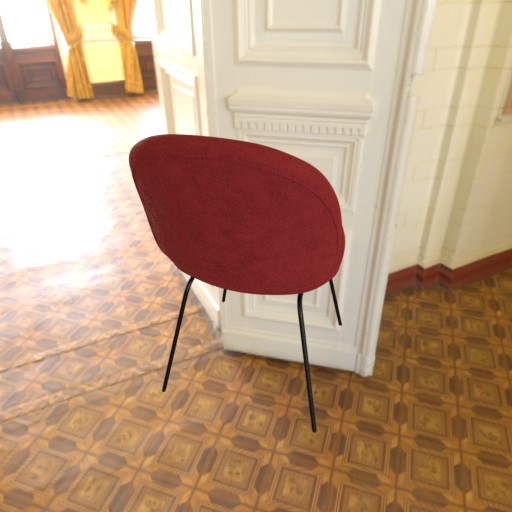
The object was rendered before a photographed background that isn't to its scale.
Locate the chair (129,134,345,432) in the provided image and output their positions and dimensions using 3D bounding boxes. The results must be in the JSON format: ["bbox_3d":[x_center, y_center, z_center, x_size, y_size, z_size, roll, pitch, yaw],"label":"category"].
[{"bbox_3d":[0.000,0.000,1.170,0.458,0.791,0.587,10,33,15],"label":"chair"}]
